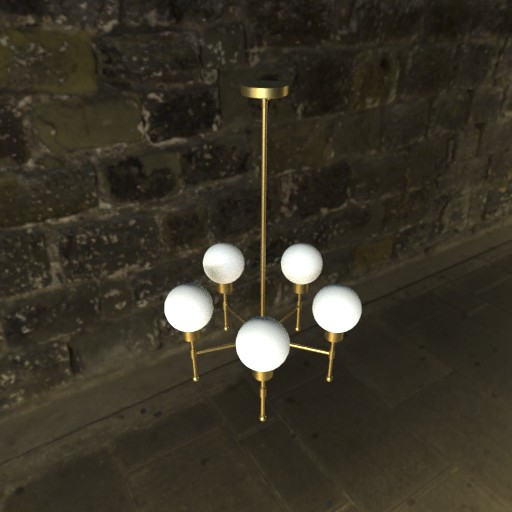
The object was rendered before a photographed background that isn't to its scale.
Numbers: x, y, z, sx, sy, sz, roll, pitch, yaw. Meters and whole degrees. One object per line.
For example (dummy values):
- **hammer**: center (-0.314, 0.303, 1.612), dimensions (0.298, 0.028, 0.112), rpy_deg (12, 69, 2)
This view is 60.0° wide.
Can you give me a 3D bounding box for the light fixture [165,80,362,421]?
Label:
- **light fixture**: center (0.000, 0.000, 1.824), dimensions (0.785, 1.331, 0.815), rpy_deg (-9, 31, -15)
